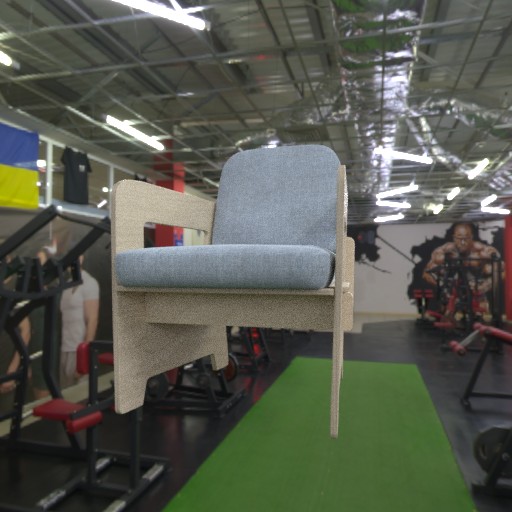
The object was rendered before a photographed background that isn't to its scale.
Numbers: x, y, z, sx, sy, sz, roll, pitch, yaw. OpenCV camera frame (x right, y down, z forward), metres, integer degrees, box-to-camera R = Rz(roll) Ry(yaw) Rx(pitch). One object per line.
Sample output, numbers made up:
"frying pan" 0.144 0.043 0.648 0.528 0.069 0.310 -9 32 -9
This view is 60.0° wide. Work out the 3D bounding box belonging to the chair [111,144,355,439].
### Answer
"chair" 0.000 0.000 1.307 0.590 0.800 0.710 0 -1 17
